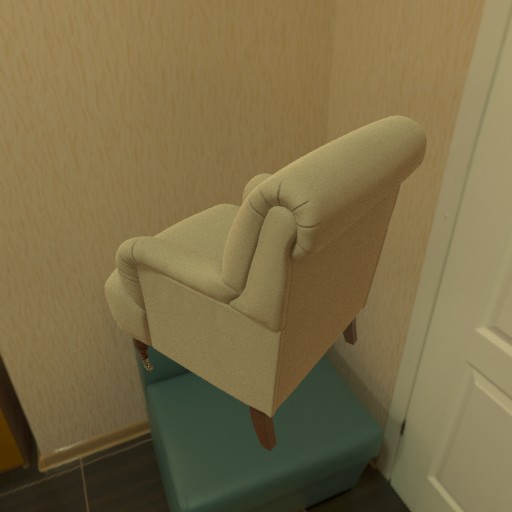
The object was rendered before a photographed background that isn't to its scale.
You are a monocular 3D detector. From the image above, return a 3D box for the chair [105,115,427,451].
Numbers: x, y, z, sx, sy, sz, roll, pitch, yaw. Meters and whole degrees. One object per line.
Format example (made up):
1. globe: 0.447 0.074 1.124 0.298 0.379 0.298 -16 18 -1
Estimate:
1. chair: 0.000 0.000 1.553 0.842 0.942 0.766 21 37 30
